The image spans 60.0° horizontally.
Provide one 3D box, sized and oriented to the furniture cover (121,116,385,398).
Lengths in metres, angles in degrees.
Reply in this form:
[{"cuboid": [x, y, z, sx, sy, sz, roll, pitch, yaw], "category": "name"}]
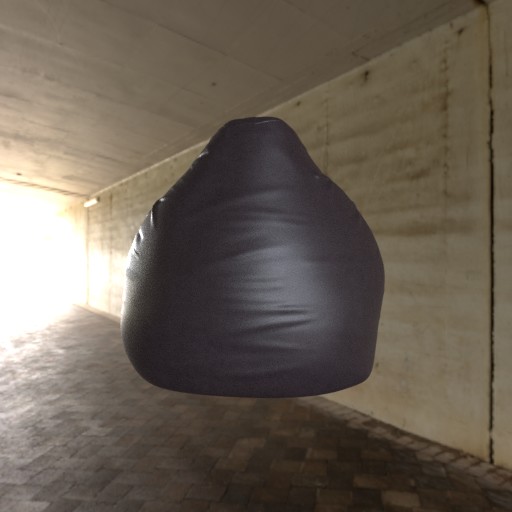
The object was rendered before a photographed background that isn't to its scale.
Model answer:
[{"cuboid": [0.000, 0.000, 1.932, 1.070, 0.990, 1.070, 0, 0, -1], "category": "furniture cover"}]
